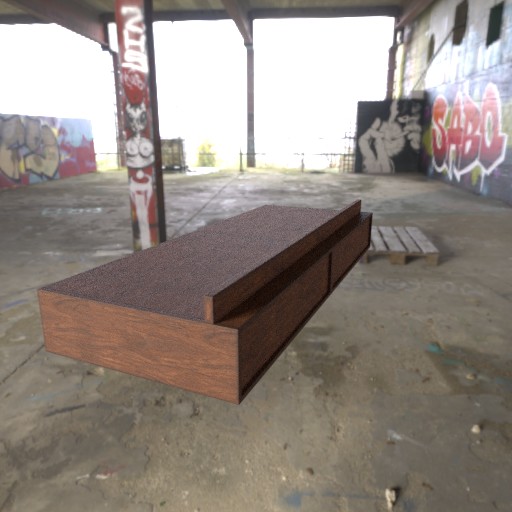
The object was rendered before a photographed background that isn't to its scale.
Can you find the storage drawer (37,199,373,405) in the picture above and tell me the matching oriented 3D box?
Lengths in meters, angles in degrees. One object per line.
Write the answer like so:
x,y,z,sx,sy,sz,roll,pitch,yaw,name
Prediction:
0.000,0.000,2.192,0.774,0.339,1.914,7,17,24,storage drawer
